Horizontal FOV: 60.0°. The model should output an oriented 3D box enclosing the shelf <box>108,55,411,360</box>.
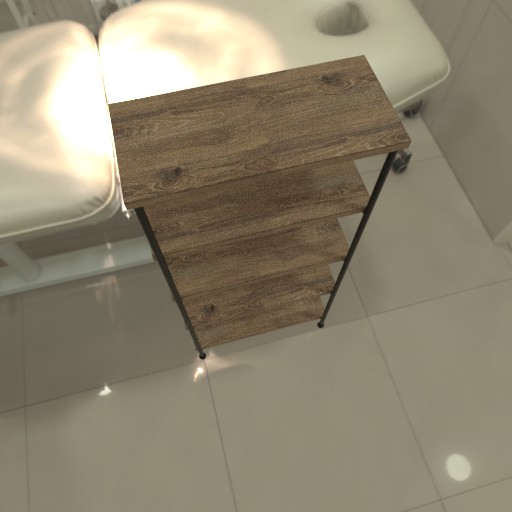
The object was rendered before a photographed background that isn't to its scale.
[{"bbox_3d":[0.000,0.000,2.022,0.800,1.700,0.360,-14,64,-7],"label":"shelf"}]
